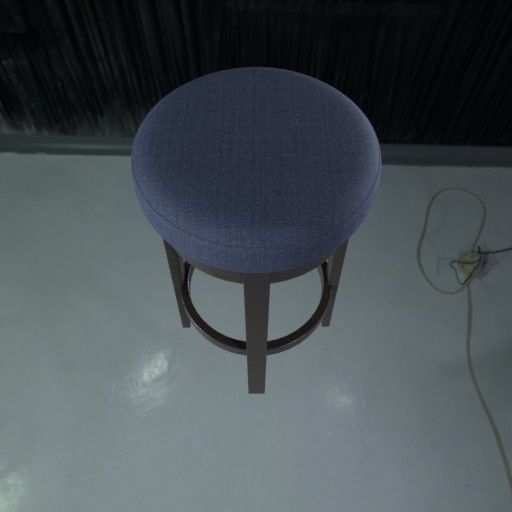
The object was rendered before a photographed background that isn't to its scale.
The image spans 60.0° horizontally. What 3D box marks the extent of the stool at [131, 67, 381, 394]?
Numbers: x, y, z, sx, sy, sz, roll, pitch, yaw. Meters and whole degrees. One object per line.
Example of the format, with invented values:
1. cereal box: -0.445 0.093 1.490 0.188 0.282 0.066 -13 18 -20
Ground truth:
1. stool: 0.000 0.000 1.046 0.446 0.758 0.446 0 58 0
